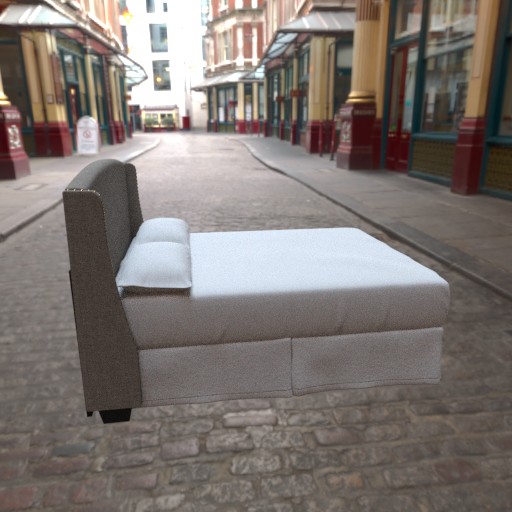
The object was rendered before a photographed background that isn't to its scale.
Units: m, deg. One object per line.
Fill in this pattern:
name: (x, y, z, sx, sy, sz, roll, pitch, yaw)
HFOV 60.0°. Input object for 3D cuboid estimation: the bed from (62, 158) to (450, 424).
bed: (0.000, 0.000, 3.275, 2.237, 1.407, 1.710, -3, 17, -9)
